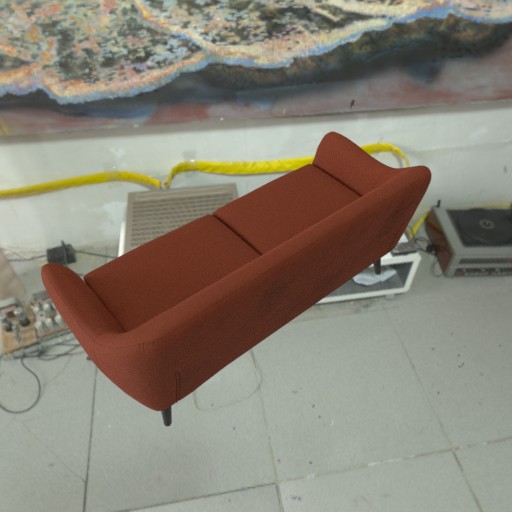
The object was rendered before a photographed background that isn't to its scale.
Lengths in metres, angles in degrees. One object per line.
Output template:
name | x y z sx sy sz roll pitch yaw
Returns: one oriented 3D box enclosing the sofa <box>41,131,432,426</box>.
sofa | 0.000 0.000 2.247 1.840 0.836 0.820 -30 53 -26
